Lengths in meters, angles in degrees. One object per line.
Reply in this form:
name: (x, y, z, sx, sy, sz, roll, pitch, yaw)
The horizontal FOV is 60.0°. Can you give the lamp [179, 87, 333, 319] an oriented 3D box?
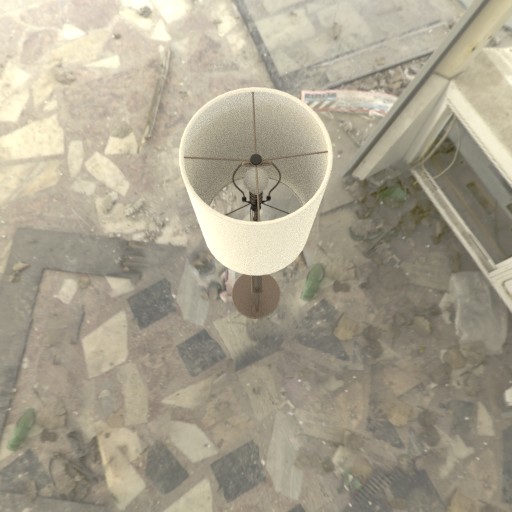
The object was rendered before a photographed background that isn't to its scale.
lamp: (0.000, 0.000, 1.600, 0.305, 1.500, 0.306, -2, 74, -1)
